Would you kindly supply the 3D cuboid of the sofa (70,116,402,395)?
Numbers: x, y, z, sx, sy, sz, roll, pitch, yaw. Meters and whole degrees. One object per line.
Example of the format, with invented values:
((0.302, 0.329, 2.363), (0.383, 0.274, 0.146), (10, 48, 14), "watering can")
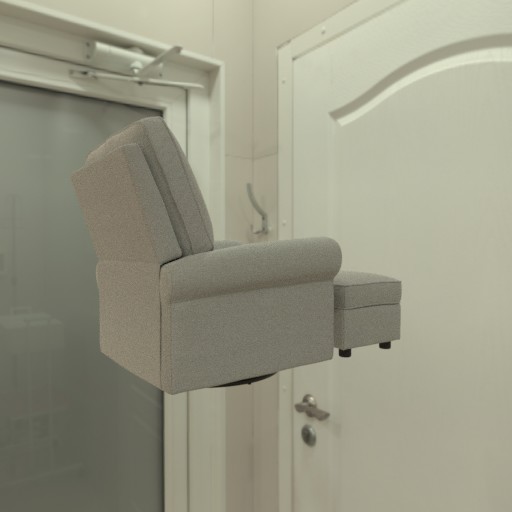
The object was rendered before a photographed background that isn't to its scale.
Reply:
((0.000, 0.000, 2.056), (1.478, 0.959, 0.880), (-1, 1, -36), "sofa")
